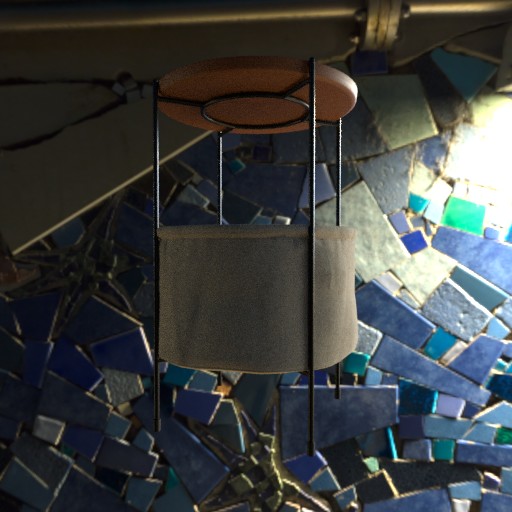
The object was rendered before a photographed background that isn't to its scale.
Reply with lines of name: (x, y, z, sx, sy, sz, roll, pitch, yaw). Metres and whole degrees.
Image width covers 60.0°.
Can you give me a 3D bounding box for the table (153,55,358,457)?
table: (0.000, 0.000, 0.872, 0.393, 0.623, 0.393, 0, 1, 19)
